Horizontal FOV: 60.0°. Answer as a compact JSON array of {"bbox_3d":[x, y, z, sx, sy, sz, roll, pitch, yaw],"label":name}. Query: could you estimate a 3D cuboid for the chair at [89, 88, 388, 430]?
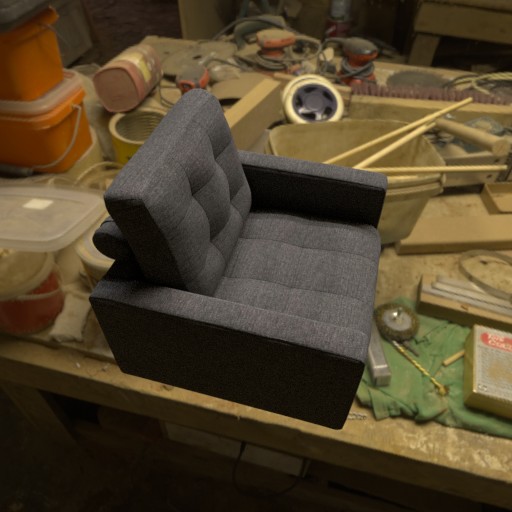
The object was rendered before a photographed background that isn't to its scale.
[{"bbox_3d":[0.000,0.000,1.534,0.843,0.880,0.821,11,48,10],"label":"chair"}]
